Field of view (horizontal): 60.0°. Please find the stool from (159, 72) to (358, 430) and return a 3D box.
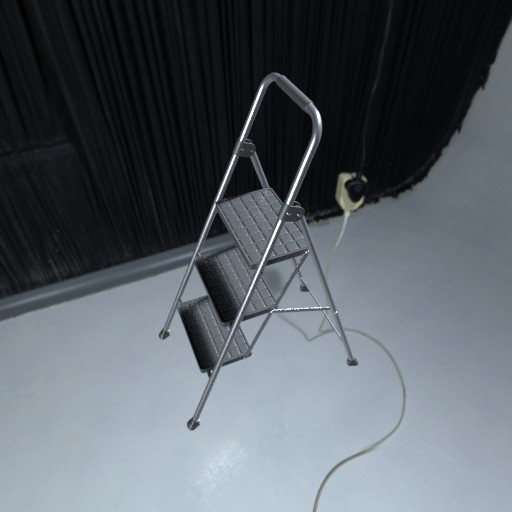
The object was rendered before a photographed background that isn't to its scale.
[{"bbox_3d":[0.000,0.000,1.486,0.733,1.121,0.473,-17,48,-16],"label":"stool"}]
